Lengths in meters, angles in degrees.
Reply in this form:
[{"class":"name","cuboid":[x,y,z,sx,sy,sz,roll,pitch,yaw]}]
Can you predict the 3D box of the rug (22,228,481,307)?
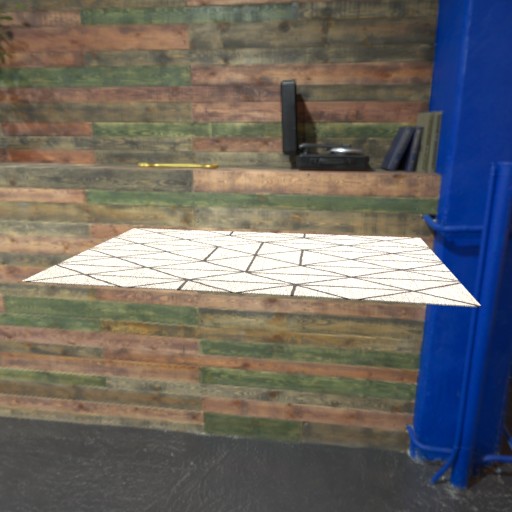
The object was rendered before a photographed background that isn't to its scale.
[{"class":"rug","cuboid":[0.000,0.000,3.068,2.465,0.008,1.526,2,15,9]}]
